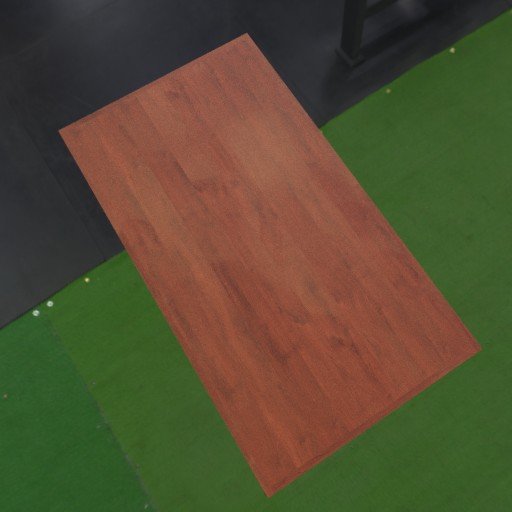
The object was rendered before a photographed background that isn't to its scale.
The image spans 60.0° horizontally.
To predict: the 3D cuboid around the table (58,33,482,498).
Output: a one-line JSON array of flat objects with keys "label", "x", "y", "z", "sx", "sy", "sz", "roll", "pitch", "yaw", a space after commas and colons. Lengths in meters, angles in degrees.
[{"label": "table", "x": 0.000, "y": 0.000, "z": 1.353, "sx": 0.610, "sy": 0.457, "sz": 1.067, "roll": -31, "pitch": 77, "yaw": -8}]
